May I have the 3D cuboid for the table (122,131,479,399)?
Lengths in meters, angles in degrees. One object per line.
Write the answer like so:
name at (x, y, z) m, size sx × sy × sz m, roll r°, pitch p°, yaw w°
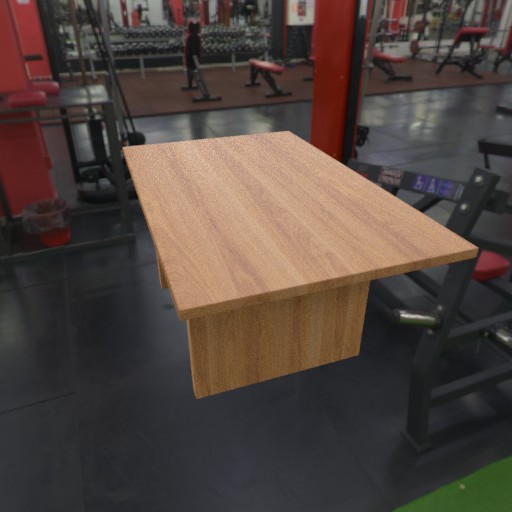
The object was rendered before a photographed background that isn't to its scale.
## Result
table at (0.000, 0.000, 1.497) m, size 0.700 × 0.510 × 1.100 m, roll -10°, pitch 32°, yaw -17°
